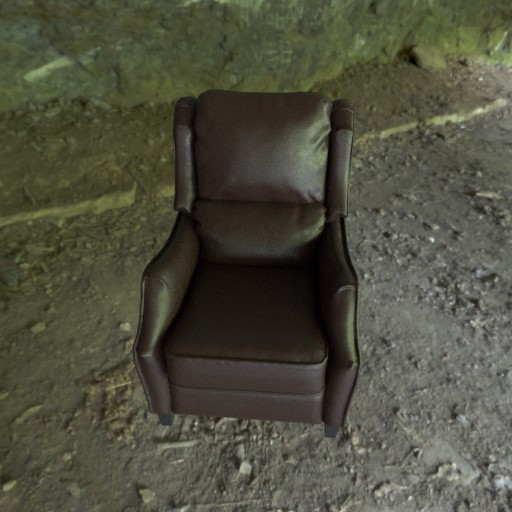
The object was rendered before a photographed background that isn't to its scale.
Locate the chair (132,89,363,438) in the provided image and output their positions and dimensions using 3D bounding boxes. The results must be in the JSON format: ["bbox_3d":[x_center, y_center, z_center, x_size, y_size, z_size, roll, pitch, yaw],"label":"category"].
[{"bbox_3d":[0.000,0.000,1.762,0.770,1.132,0.982,3,31,4],"label":"chair"}]
